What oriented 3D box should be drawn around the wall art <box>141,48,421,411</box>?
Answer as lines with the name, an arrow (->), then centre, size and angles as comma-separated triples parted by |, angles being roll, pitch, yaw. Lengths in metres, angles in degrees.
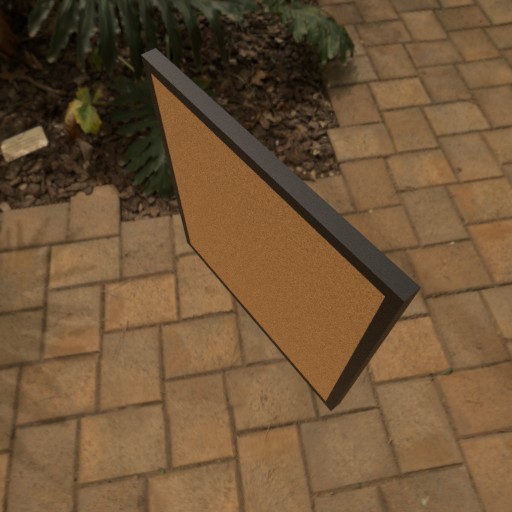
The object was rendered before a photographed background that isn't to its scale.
wall art -> 0.000, 0.000, 1.151 | 0.038, 0.762, 0.762 | -34, 65, -19
